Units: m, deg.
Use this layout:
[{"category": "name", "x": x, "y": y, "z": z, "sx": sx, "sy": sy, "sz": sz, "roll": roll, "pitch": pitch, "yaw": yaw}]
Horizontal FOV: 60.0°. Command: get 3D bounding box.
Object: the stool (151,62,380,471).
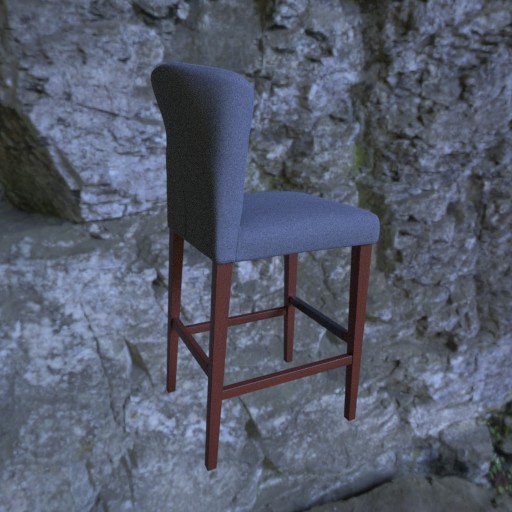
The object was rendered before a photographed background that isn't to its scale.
[{"category": "stool", "x": 0.000, "y": 0.000, "z": 1.376, "sx": 0.568, "sy": 1.069, "sz": 0.481, "roll": -8, "pitch": 19, "yaw": -25}]
